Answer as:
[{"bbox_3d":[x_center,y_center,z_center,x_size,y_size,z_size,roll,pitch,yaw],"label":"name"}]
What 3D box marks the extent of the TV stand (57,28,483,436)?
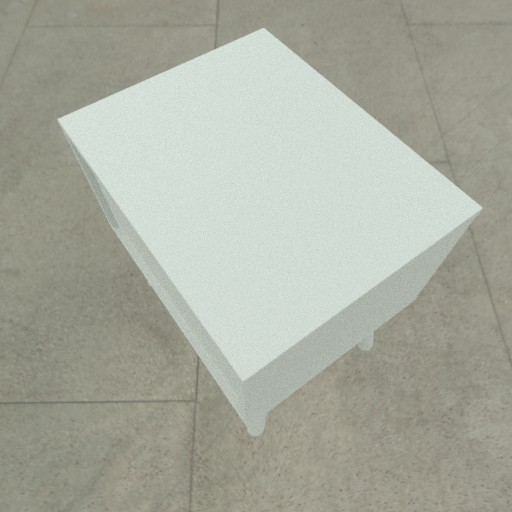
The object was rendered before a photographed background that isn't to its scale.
[{"bbox_3d":[0.000,0.000,0.895,0.405,0.559,0.508,-32,65,-17],"label":"TV stand"}]
